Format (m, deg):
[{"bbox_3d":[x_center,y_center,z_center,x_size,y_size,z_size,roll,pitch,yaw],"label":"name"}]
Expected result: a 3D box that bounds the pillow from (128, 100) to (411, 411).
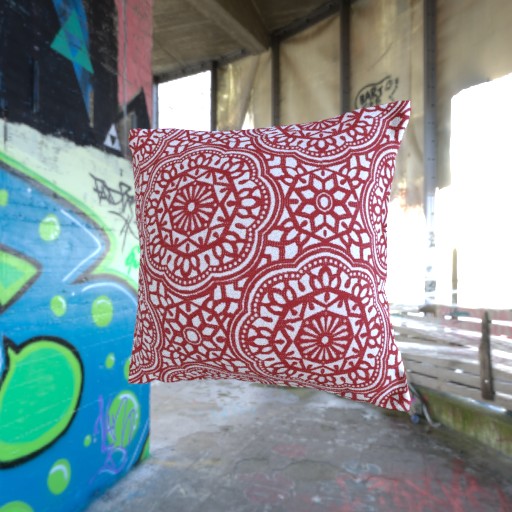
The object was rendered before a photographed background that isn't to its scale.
[{"bbox_3d":[0.000,0.000,0.661,0.438,0.419,0.162,0,-1,18],"label":"pillow"}]
